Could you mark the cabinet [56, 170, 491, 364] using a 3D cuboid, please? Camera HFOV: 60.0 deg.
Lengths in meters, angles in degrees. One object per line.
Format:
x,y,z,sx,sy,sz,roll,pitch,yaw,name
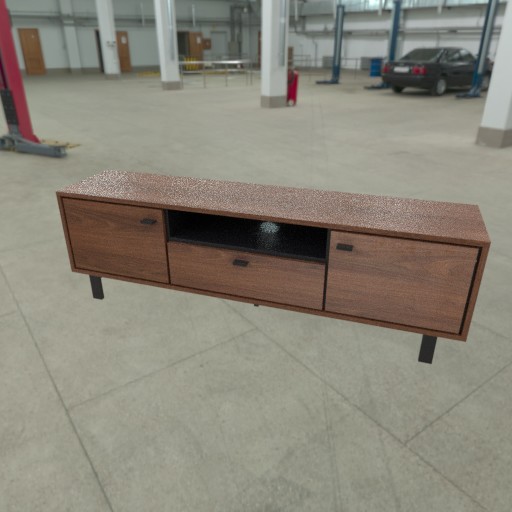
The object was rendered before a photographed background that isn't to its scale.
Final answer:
0.000,0.000,1.863,1.650,0.500,0.400,8,27,17,cabinet
